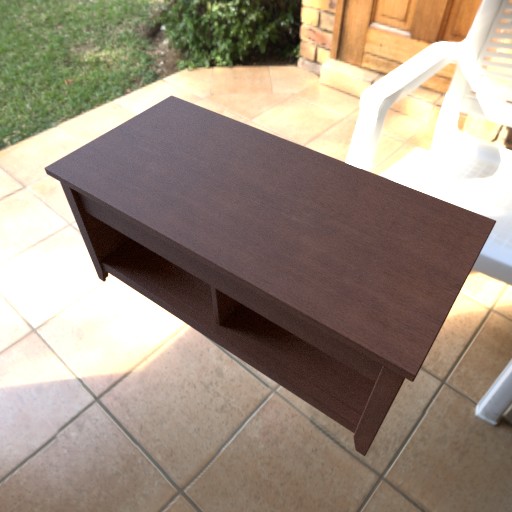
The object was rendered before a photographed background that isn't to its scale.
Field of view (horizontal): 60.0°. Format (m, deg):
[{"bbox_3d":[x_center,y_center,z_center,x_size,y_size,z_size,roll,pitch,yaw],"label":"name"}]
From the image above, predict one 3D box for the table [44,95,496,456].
[{"bbox_3d":[0.000,0.000,1.254,1.016,0.457,0.483,28,53,23],"label":"table"}]
